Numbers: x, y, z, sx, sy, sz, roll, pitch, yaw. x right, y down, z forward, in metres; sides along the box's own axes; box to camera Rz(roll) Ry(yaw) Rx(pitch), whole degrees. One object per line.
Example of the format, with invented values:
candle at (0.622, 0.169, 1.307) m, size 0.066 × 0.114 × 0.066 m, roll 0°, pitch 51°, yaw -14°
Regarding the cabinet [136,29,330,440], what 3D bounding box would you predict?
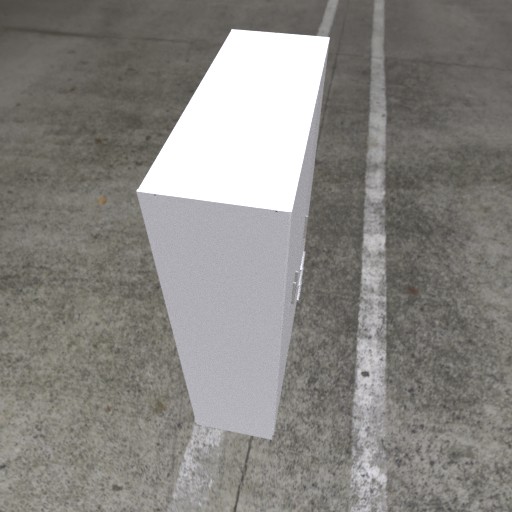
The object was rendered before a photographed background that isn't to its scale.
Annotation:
cabinet at (0.000, 0.000, 2.497) m, size 0.510 × 1.910 × 1.290 m, roll 9°, pitch 49°, yaw 8°
